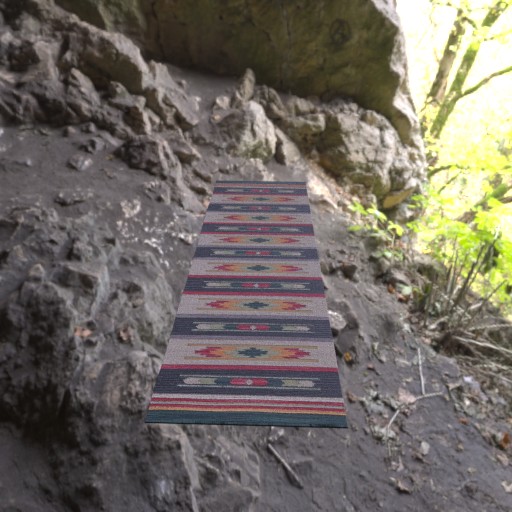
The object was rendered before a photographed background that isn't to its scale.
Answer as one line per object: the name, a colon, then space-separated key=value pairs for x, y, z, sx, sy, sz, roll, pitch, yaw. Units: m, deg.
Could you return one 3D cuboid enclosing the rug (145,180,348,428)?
rug: x=0.000 y=0.000 z=2.687 sx=0.760 sy=0.009 sz=2.440 roll=1 pitch=31 yaw=2
